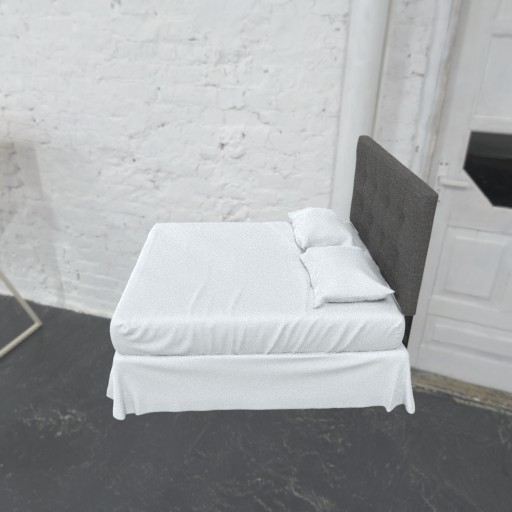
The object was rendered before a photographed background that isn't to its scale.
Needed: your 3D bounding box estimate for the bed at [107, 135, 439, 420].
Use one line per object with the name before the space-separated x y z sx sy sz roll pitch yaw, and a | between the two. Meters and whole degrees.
bed | 0.000 0.000 3.562 2.222 1.577 1.936 -1 27 -2
